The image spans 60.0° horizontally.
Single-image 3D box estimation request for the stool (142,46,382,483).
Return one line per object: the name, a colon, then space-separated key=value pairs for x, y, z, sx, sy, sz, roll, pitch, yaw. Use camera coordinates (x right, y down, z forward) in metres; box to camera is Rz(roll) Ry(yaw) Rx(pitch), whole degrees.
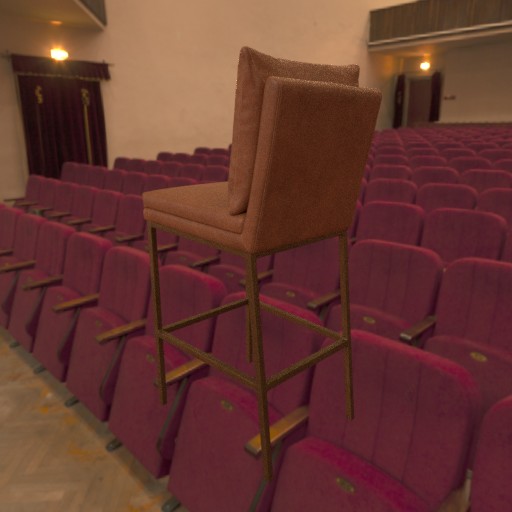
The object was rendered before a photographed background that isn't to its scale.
stool: x=0.000 y=0.000 z=1.403 sx=0.463 sy=1.124 sz=0.571 roll=-15 pitch=22 yaw=-42
